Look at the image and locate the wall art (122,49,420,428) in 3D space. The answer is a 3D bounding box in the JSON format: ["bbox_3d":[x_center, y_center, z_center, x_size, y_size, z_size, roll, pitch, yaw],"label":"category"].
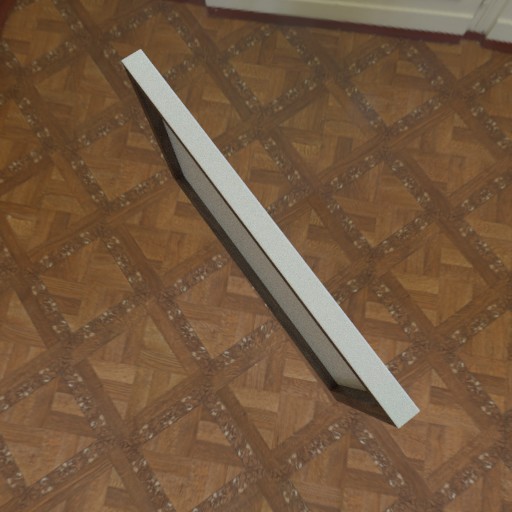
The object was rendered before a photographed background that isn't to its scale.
[{"bbox_3d":[0.000,0.000,1.159,0.050,0.610,0.914,-35,79,-8],"label":"wall art"}]
